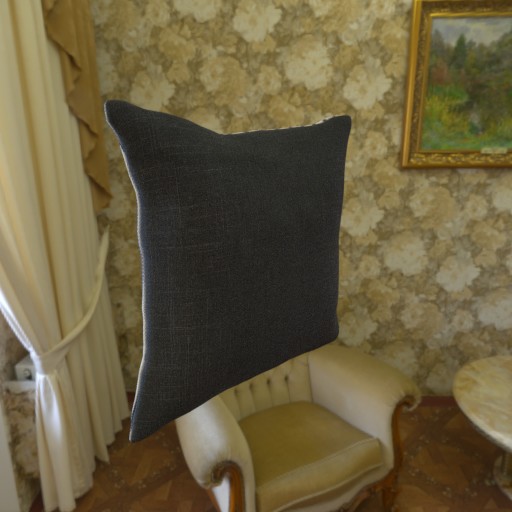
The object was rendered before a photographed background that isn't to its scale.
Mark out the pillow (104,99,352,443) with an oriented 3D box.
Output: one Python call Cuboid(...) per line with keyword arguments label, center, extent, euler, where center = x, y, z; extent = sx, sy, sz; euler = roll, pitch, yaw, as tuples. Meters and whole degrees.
Cuboid(label="pillow", center=(0.000, 0.000, 0.700), extent=(0.468, 0.444, 0.138), euler=(-14, 21, -42))
